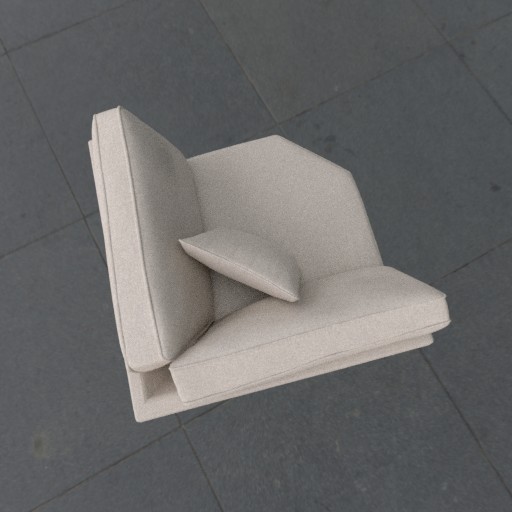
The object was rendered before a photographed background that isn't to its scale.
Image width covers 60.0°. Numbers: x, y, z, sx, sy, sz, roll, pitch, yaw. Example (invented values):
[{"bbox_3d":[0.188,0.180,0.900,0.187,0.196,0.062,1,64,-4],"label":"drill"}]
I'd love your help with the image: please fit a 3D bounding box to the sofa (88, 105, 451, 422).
[{"bbox_3d":[0.000,0.000,1.844,1.050,0.937,1.042,-13,75,-4],"label":"sofa"}]
